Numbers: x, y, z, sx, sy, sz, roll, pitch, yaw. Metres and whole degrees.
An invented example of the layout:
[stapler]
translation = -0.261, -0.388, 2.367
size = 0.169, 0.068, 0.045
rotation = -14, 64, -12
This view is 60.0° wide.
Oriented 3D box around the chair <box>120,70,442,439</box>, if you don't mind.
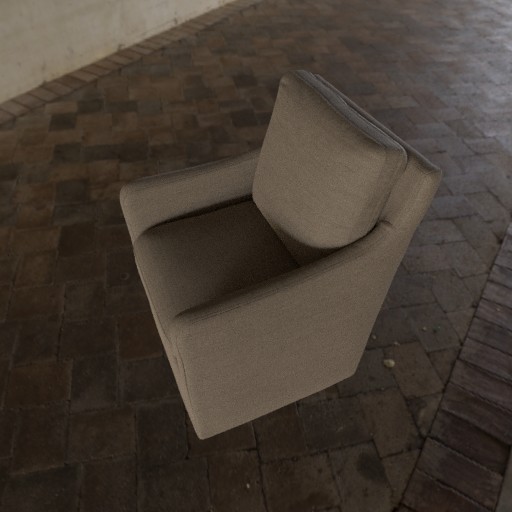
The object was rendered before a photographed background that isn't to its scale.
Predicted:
[chair]
translation = 0.000, 0.000, 1.380
size = 0.694, 0.914, 0.626
rotation = -18, 48, -17
